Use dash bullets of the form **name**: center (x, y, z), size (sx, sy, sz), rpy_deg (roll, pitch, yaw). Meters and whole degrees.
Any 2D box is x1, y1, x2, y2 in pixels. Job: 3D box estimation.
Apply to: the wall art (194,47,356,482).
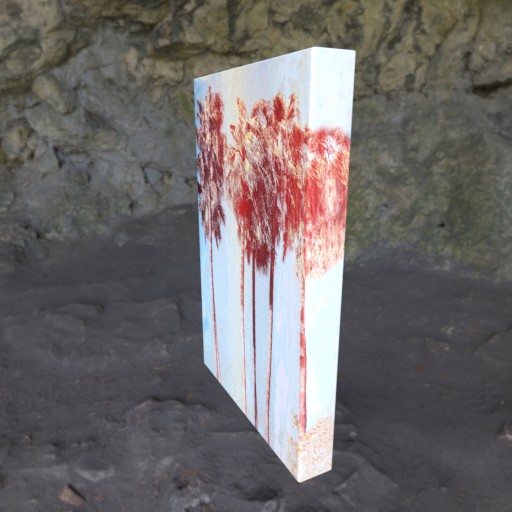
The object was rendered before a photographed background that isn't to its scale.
- **wall art**: center (0.000, 0.000, 0.482), size (0.039, 0.380, 0.251), rpy_deg (-8, 18, -26)
